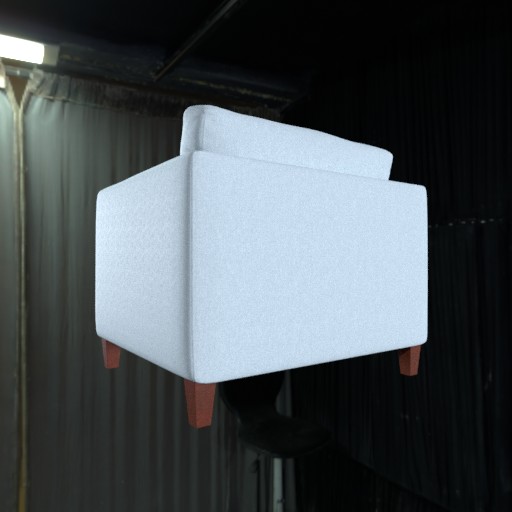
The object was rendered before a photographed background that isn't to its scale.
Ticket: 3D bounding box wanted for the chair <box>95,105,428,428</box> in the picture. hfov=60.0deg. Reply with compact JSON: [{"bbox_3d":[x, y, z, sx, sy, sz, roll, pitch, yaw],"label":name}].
[{"bbox_3d":[0.000,0.000,1.872,1.107,0.961,0.953,0,-1,-35],"label":"chair"}]
